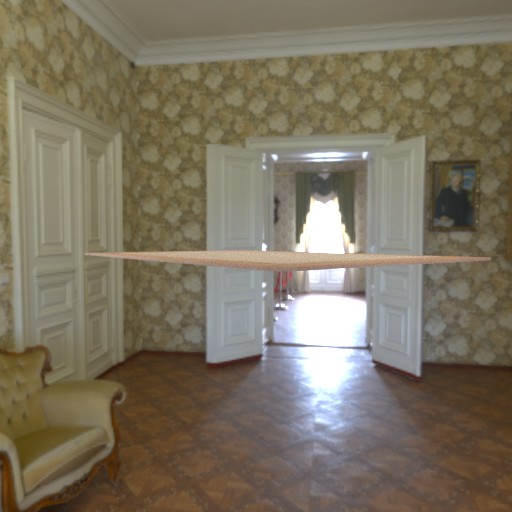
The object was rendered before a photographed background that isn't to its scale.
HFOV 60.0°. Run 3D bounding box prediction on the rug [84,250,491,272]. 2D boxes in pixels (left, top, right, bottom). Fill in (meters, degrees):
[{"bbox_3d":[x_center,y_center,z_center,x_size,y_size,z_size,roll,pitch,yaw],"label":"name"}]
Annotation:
[{"bbox_3d":[0.000,0.000,2.315,1.219,0.014,1.829,-1,2,-37],"label":"rug"}]
